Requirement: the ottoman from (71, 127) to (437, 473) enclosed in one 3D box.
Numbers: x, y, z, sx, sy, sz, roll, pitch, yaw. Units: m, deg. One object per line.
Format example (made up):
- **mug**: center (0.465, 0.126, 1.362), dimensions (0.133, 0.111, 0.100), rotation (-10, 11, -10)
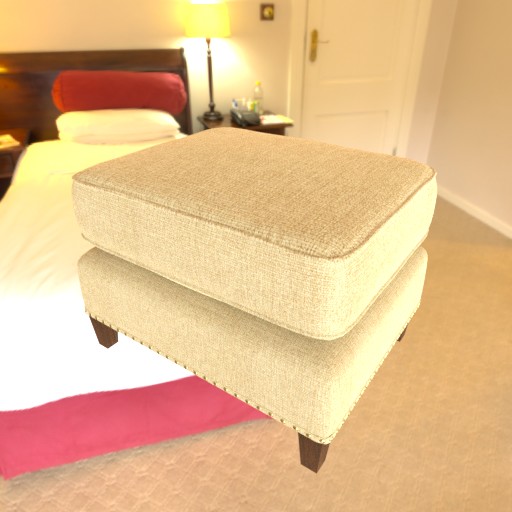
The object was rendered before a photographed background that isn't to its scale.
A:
- **ottoman**: center (0.000, 0.000, 1.137), dimensions (0.738, 0.537, 0.589), rotation (19, 35, 30)
